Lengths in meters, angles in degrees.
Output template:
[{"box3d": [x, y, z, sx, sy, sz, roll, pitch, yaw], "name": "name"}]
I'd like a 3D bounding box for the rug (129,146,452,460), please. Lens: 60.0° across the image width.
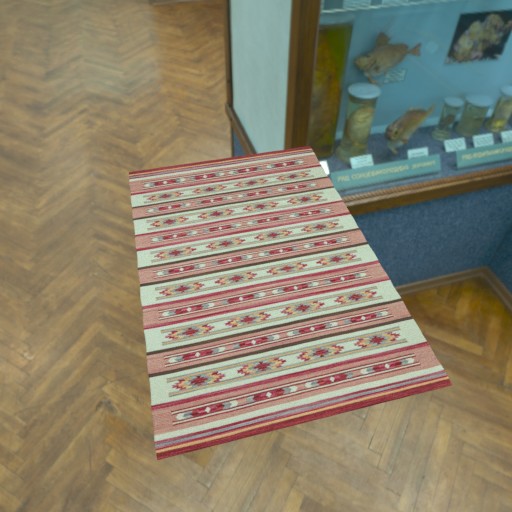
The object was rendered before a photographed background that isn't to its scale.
[{"box3d": [0.000, 0.000, 2.333, 1.223, 0.008, 1.817, -10, 48, -10], "name": "rug"}]
